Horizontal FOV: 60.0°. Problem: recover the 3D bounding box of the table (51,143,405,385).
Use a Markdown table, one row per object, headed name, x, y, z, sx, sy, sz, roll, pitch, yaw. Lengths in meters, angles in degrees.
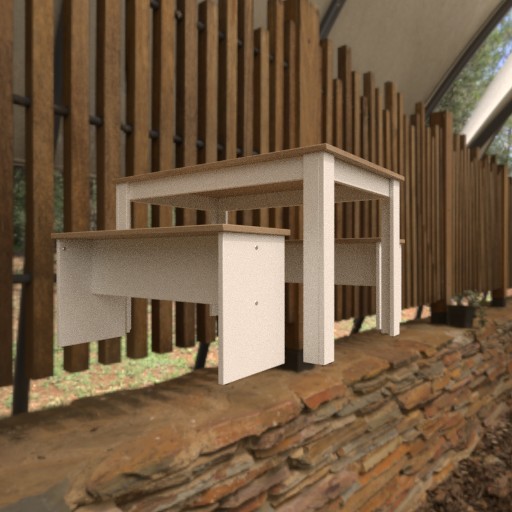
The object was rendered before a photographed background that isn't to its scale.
| name | x | y | z | sx | sy | sz | roll | pitch | yaw |
| --- | --- | --- | --- | --- | --- | --- | --- | --- | --- |
| table | 0.000 | 0.000 | 1.999 | 1.100 | 0.700 | 1.443 | 0 | 0 | 37 |
